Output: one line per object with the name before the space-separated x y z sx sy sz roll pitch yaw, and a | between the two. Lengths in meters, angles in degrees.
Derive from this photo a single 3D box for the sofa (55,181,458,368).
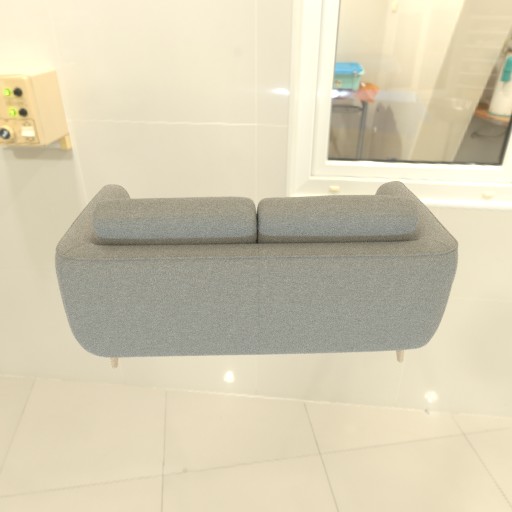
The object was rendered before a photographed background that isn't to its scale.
sofa | 0.000 0.000 2.212 1.700 0.850 0.920 -1 30 -1
